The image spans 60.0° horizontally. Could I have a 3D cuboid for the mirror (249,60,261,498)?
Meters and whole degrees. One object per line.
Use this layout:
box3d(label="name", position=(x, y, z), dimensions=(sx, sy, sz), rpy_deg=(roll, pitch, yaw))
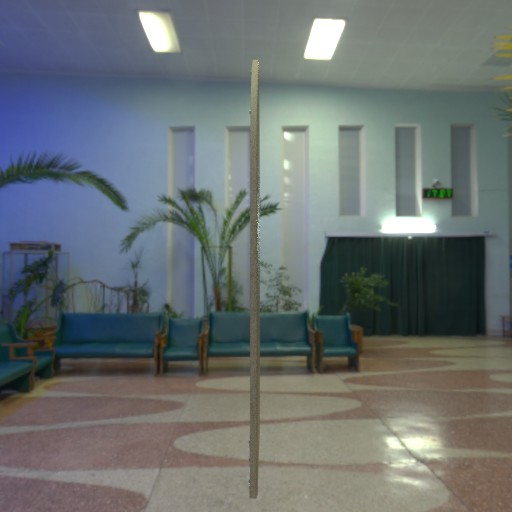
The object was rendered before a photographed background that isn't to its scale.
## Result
box3d(label="mirror", position=(0.000, 0.000, 1.310), dimensions=(0.025, 1.175, 0.464), rpy_deg=(0, -2, 1))
